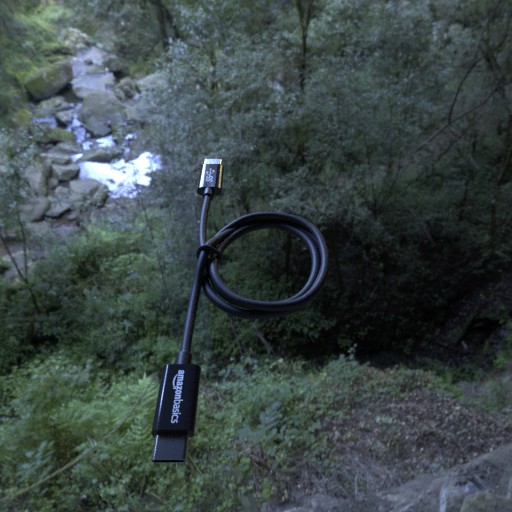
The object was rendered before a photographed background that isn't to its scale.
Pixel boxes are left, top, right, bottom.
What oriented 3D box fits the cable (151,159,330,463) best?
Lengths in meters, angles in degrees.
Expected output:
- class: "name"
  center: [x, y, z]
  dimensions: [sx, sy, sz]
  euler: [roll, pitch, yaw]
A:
- class: "cable"
  center: [0.000, 0.000, 0.207]
  dimensions: [0.070, 0.014, 0.186]
  euler: [0, 42, 0]
